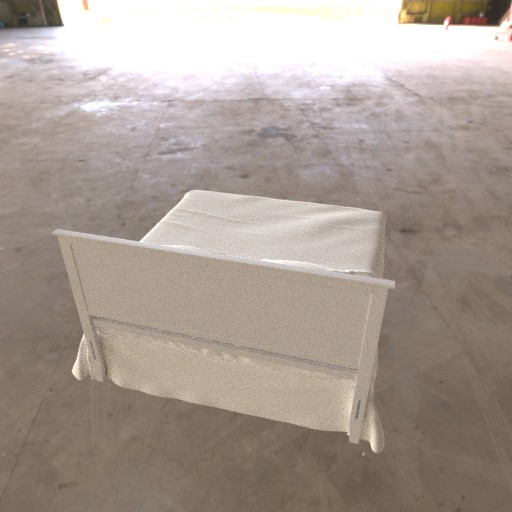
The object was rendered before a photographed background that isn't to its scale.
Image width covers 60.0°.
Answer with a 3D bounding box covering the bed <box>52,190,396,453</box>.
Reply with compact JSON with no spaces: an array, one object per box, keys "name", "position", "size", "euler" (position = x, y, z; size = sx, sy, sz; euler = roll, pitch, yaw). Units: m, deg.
[{"name":"bed","position":[0.000,0.000,3.647],"size":[2.317,1.273,2.215],"euler":[9,33,14]}]
